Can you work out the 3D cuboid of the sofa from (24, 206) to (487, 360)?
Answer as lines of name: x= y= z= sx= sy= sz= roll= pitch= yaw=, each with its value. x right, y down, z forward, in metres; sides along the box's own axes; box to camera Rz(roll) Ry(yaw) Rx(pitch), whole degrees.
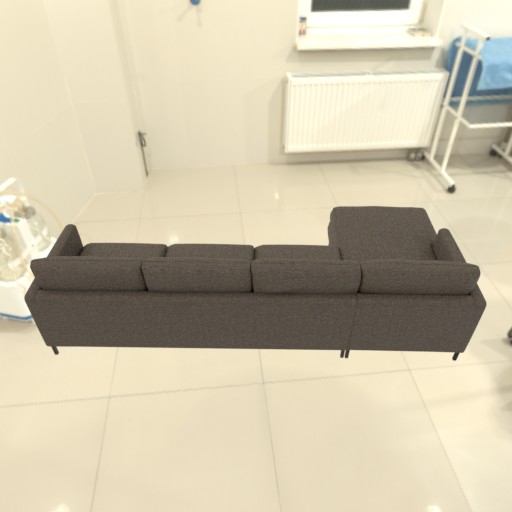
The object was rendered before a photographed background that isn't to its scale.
sofa: x=0.000 y=0.000 z=3.139 sx=2.731 sy=0.754 sz=1.258 roll=1 pitch=40 yaw=1
